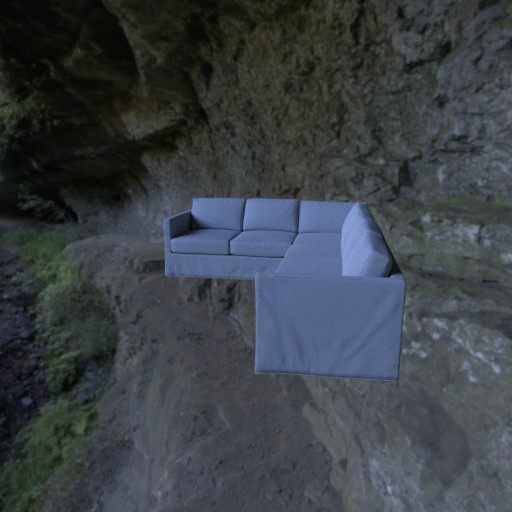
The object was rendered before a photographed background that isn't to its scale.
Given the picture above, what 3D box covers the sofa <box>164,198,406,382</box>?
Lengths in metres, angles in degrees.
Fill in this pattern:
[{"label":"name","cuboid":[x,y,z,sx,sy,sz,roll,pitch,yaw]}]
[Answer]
[{"label":"sofa","cuboid":[0.000,0.000,4.420,2.432,0.871,3.182,2,13,10]}]
